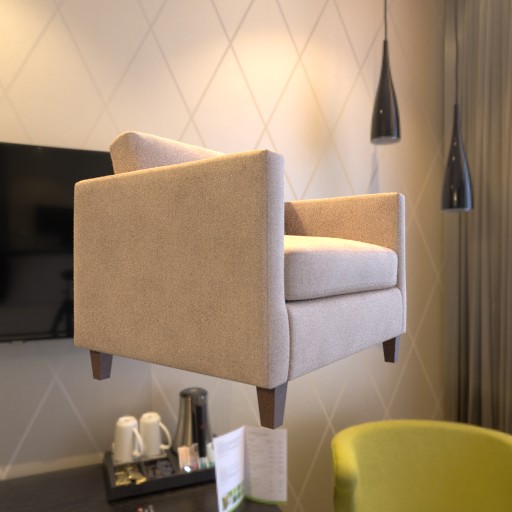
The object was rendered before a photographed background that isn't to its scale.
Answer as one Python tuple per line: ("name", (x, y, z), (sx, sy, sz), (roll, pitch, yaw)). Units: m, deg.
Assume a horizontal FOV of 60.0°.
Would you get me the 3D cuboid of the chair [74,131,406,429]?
("chair", (0.000, 0.000, 1.861), (0.959, 0.961, 1.133), (0, 0, 37))
